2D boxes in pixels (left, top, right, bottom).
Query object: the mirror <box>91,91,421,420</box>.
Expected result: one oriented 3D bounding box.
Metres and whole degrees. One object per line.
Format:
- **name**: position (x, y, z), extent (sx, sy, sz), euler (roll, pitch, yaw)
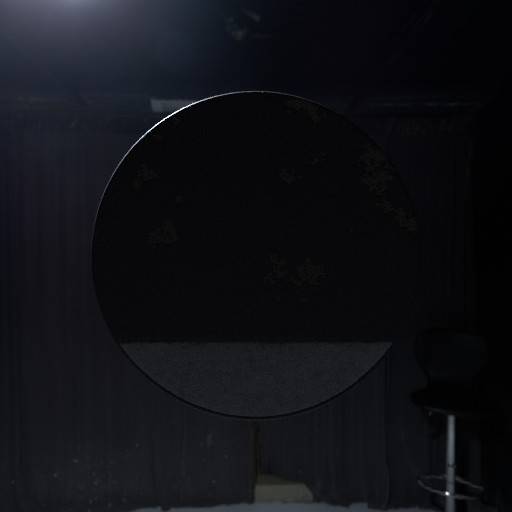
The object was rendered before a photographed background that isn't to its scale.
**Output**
- **mirror**: position (0.000, 0.000, 0.578), extent (0.386, 0.386, 0.126), euler (0, 0, 0)
